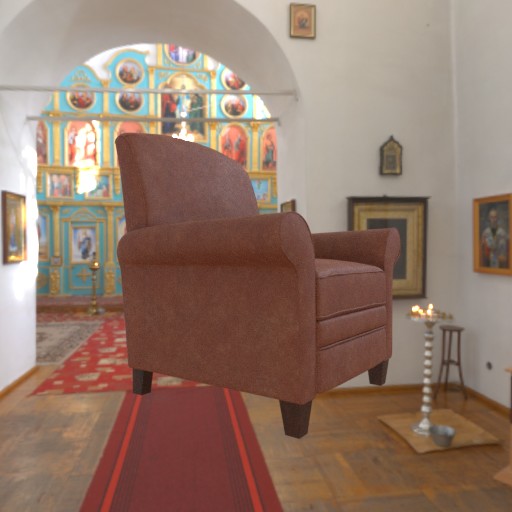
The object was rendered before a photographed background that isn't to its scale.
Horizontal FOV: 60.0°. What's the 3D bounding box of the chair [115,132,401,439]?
[{"bbox_3d":[0.000,0.000,1.808,0.902,1.061,0.978,0,0,36],"label":"chair"}]
